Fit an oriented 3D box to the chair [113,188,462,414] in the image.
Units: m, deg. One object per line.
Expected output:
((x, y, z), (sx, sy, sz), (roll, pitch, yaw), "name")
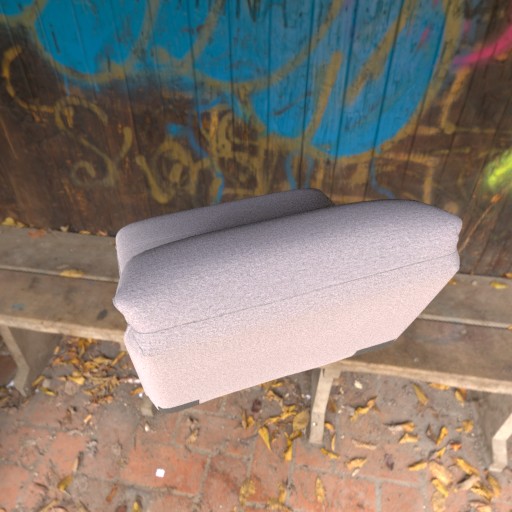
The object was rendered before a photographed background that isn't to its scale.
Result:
((0.000, 0.000, 1.343), (0.820, 0.580, 0.780), (-13, 44, -14), "chair")
